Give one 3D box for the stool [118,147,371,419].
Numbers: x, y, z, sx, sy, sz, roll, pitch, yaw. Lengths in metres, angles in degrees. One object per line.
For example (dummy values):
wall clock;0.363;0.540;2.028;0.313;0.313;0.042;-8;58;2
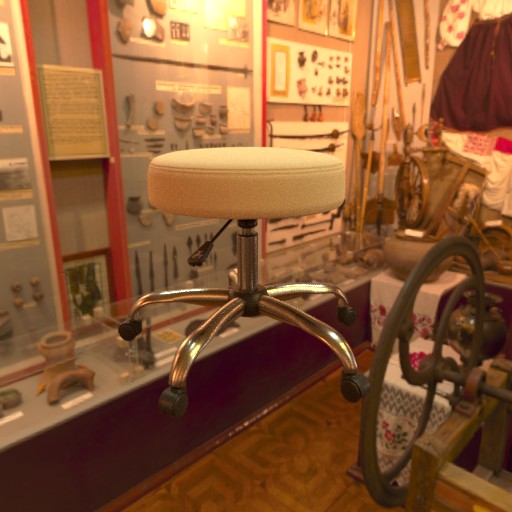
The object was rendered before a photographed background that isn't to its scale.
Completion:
stool;0.000;0.000;1.018;0.634;0.482;0.614;-15;22;-42
